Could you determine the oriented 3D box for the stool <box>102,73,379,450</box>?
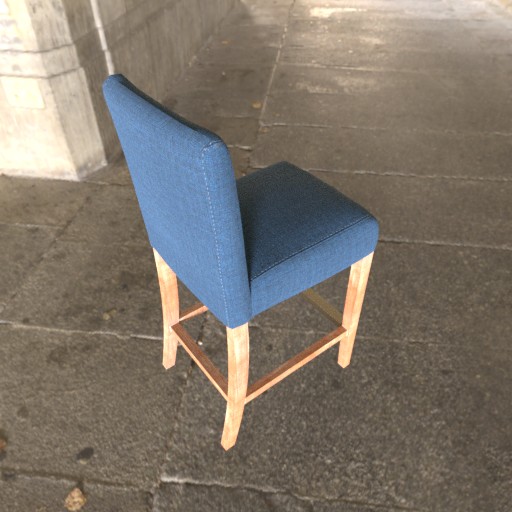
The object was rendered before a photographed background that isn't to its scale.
[{"bbox_3d":[0.000,0.000,1.303,0.567,1.039,0.454,-27,47,-28],"label":"stool"}]
